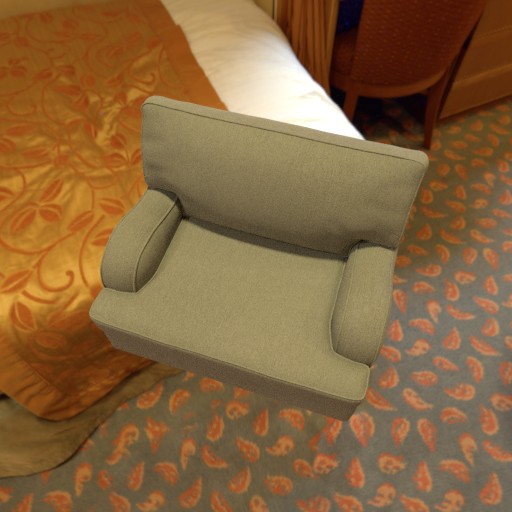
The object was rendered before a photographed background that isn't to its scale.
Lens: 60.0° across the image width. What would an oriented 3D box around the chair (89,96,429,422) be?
[{"bbox_3d":[0.000,0.000,2.028,1.220,1.016,1.041,15,58,10],"label":"chair"}]
